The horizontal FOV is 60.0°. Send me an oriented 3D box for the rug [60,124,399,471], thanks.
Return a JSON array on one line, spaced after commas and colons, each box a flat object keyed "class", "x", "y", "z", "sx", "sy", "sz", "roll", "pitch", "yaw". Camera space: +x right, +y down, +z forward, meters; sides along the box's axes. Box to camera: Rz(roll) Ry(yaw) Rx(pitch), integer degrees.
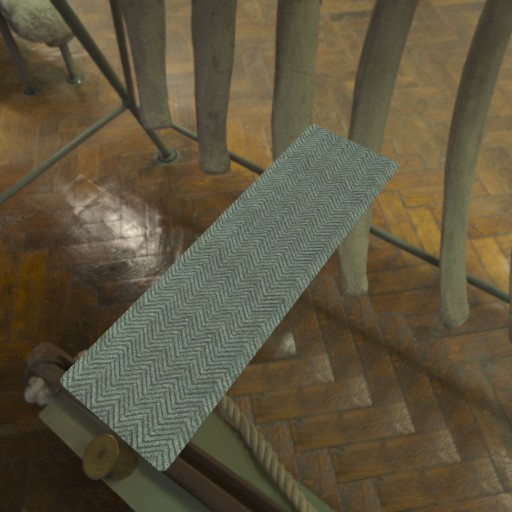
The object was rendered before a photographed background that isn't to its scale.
[{"class": "rug", "x": 0.000, "y": 0.000, "z": 2.522, "sx": 0.686, "sy": 0.008, "sz": 2.286, "roll": 32, "pitch": 62, "yaw": 19}]
